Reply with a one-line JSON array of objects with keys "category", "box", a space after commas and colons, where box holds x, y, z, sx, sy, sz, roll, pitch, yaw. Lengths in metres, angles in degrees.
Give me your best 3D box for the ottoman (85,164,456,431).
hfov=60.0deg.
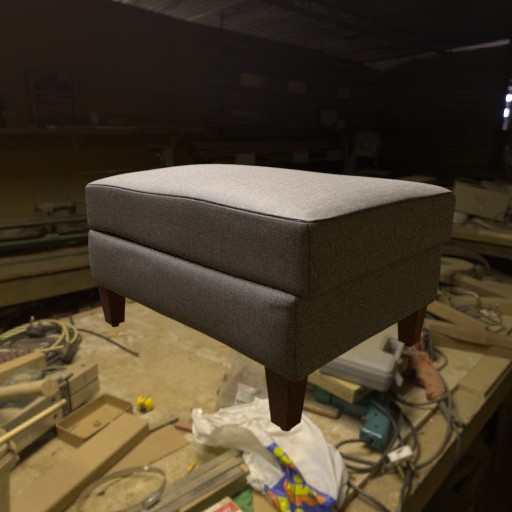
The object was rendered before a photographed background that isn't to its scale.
[{"category": "ottoman", "box": [0.000, 0.000, 1.264, 0.639, 0.494, 0.873, -15, 21, -43]}]
